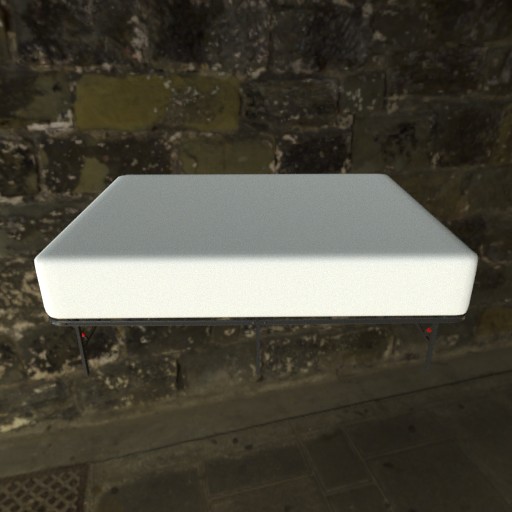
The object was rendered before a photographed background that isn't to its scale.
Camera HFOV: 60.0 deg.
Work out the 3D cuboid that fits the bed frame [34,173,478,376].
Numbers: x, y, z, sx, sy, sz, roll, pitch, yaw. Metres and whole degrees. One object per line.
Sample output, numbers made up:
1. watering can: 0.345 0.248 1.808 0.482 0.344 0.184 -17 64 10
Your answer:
1. bed frame: 0.000 0.000 2.795 2.037 0.677 1.528 0 25 -1
